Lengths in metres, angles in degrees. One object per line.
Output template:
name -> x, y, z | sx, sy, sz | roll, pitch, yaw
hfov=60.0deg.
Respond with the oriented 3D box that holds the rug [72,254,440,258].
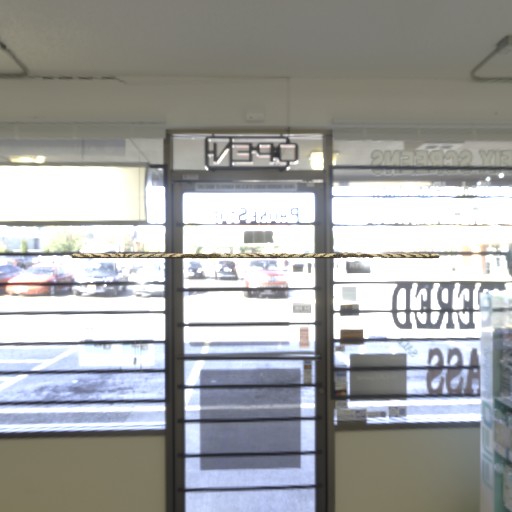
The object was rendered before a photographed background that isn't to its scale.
rug -> 0.000, 0.000, 2.356 | 1.210, 0.016, 1.833 | 0, 0, 0
